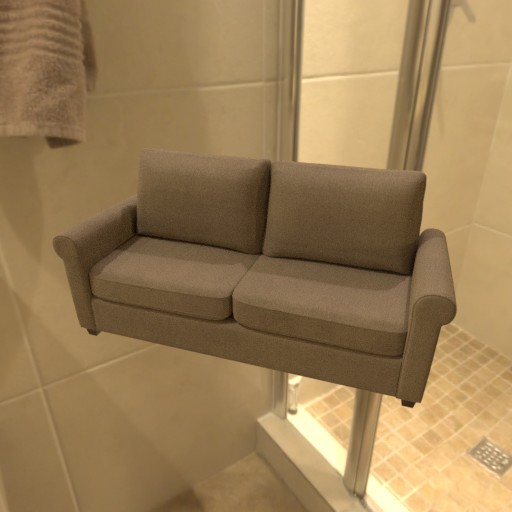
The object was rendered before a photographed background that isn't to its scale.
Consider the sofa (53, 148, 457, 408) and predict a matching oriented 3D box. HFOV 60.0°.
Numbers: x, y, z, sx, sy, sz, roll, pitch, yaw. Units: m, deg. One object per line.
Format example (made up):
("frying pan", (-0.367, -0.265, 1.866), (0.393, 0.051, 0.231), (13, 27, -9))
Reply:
("sofa", (0.000, 0.000, 2.408), (1.935, 0.942, 0.842), (9, 28, 16))
